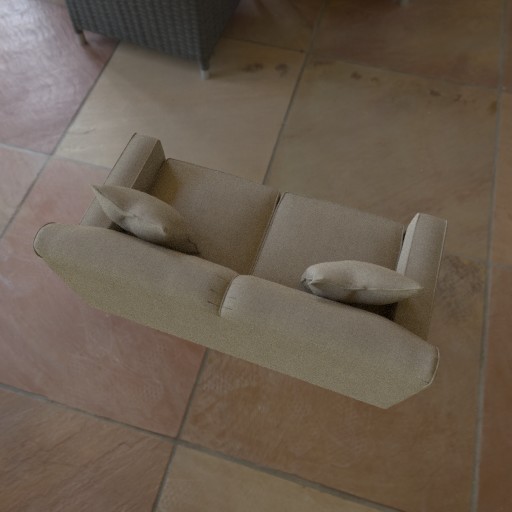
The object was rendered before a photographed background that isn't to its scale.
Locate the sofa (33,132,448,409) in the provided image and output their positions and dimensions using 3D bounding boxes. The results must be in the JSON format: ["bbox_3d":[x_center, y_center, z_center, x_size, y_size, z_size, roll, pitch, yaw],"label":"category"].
[{"bbox_3d":[0.000,0.000,2.425,1.846,0.958,0.998,17,65,8],"label":"sofa"}]
